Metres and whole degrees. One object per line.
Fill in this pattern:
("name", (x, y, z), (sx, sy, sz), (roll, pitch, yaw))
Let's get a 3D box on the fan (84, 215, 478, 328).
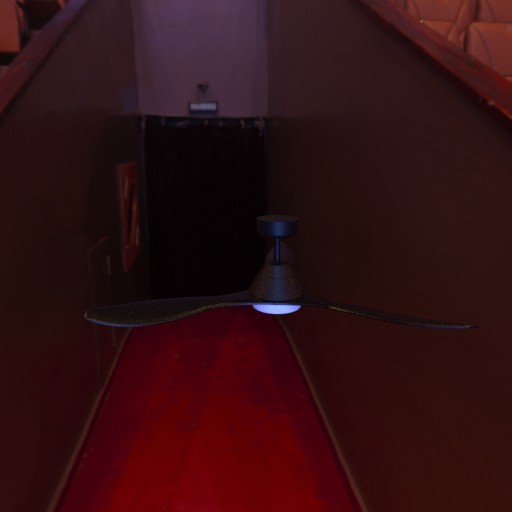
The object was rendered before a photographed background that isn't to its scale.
("fan", (0.000, 0.000, 1.595), (1.067, 0.305, 1.067), (-2, 15, -7))
